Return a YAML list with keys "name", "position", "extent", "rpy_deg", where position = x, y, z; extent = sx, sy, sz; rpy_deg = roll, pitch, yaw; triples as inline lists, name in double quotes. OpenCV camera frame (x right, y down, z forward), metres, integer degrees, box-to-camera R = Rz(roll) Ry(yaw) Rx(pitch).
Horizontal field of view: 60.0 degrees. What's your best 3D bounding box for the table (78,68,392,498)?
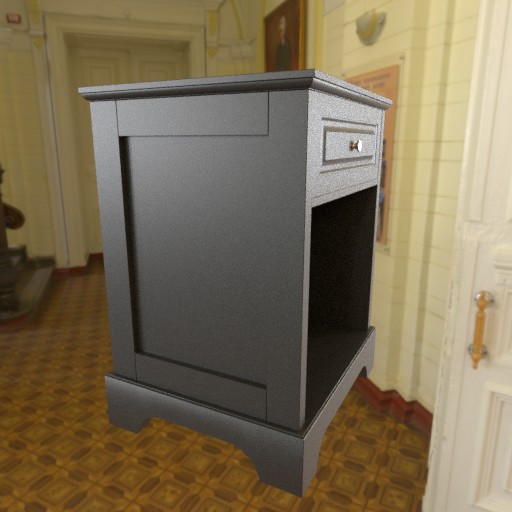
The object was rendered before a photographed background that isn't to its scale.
- name: "table"
  position: [0.000, 0.000, 0.886]
  extent: [0.399, 0.610, 0.460]
  rpy_deg: [7, 16, 27]
